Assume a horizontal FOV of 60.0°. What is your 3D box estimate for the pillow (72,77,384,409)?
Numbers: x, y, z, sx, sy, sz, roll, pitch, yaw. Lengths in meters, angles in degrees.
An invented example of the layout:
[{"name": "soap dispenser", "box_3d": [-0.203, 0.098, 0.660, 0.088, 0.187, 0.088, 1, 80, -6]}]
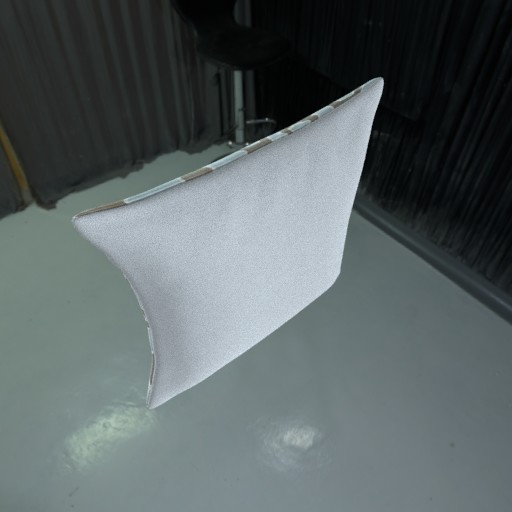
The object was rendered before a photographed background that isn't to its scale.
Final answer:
[{"name": "pillow", "box_3d": [0.000, 0.000, 0.806, 0.552, 0.508, 0.166, -32, 54, -26]}]
